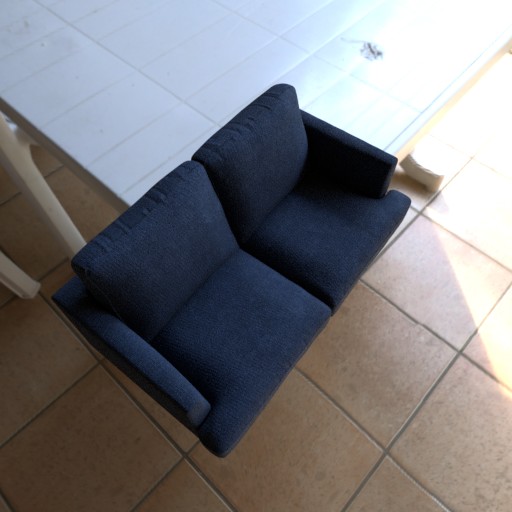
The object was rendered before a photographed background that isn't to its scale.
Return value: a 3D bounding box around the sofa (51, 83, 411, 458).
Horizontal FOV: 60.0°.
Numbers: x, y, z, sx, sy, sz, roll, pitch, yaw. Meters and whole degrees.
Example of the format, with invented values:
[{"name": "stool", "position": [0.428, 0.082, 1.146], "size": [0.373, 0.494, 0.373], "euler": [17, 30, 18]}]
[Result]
[{"name": "sofa", "position": [0.000, 0.000, 2.137], "size": [0.903, 0.944, 1.582], "euler": [33, 64, 19]}]
